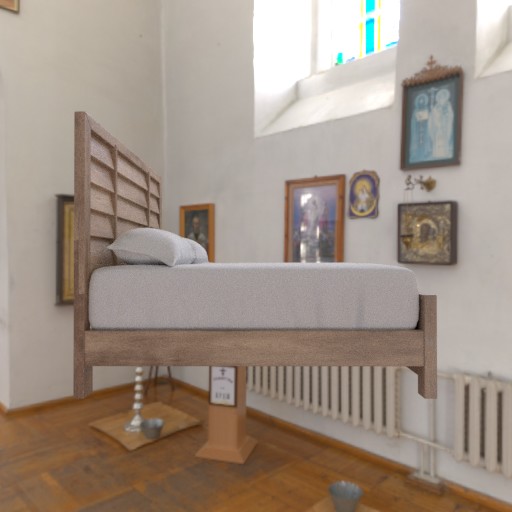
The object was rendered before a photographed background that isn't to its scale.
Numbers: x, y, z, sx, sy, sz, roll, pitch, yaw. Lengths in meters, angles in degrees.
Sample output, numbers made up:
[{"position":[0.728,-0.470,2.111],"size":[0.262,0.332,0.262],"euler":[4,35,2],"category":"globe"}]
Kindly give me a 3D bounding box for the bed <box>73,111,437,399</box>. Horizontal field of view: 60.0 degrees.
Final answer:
[{"position":[0.000,0.000,3.517],"size":[2.062,1.626,2.032],"euler":[0,0,0],"category":"bed"}]
